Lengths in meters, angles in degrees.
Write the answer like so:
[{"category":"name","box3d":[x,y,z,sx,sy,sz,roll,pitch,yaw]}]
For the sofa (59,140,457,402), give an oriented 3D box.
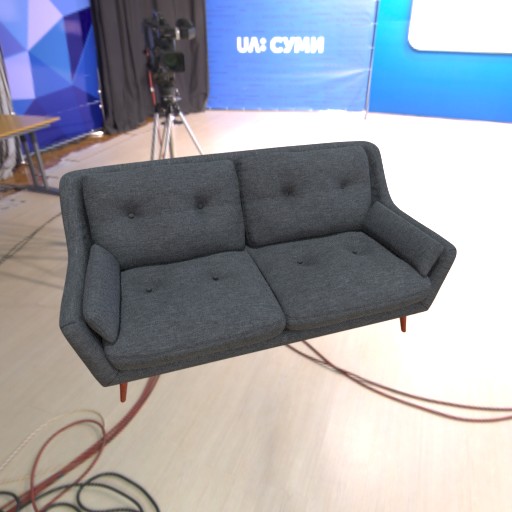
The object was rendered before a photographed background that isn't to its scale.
[{"category":"sofa","box3d":[0.000,0.000,2.399,1.929,0.896,0.975,-10,32,-16]}]
